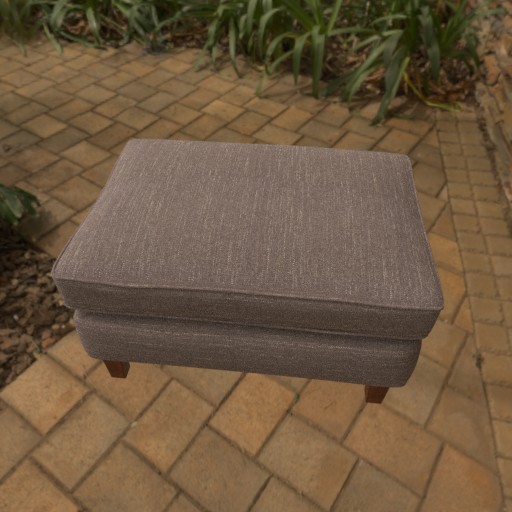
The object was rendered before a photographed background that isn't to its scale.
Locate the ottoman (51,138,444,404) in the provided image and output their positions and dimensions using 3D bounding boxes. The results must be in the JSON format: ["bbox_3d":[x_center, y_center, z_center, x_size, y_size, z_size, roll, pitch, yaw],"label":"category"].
[{"bbox_3d":[0.000,0.000,0.997,0.686,0.406,0.508,4,45,4],"label":"ottoman"}]
